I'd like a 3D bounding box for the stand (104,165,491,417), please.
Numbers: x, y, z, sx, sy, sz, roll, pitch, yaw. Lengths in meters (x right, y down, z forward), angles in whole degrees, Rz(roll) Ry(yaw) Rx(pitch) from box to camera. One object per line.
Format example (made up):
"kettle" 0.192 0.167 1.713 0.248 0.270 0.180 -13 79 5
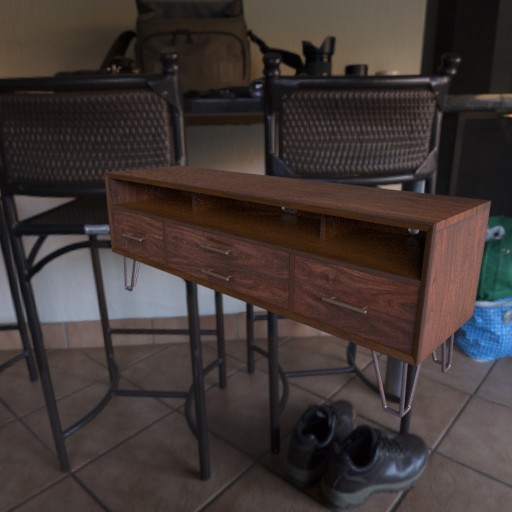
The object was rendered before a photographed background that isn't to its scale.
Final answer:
"stand" 0.000 0.000 1.881 1.626 0.610 0.481 16 23 41
